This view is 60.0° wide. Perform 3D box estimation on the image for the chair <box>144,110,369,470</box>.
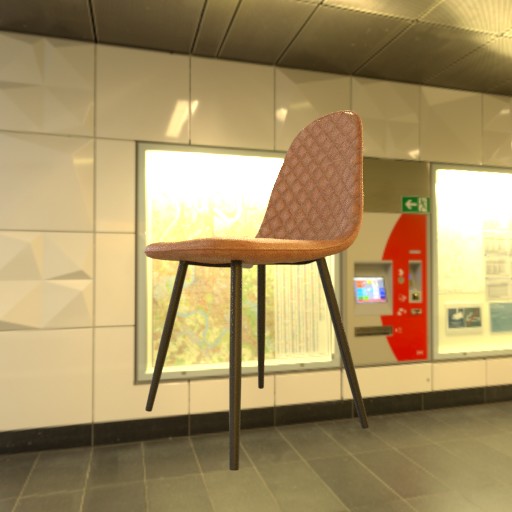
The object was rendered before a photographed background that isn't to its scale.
[{"bbox_3d":[0.000,0.000,1.225,0.561,0.889,0.472,1,-1,-36],"label":"chair"}]
